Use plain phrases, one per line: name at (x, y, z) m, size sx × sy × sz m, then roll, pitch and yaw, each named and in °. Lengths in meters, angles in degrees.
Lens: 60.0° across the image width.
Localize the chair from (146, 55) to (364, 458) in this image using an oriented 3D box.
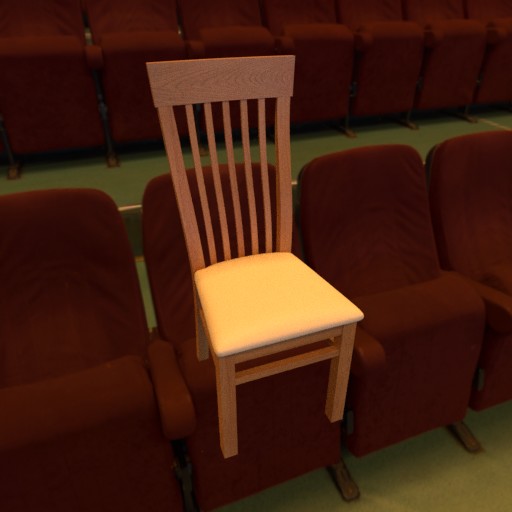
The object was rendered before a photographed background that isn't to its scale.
chair at (0.000, 0.000, 1.358) m, size 0.450 × 1.050 × 0.580 m, roll -11°, pitch 33°, yaw -18°
